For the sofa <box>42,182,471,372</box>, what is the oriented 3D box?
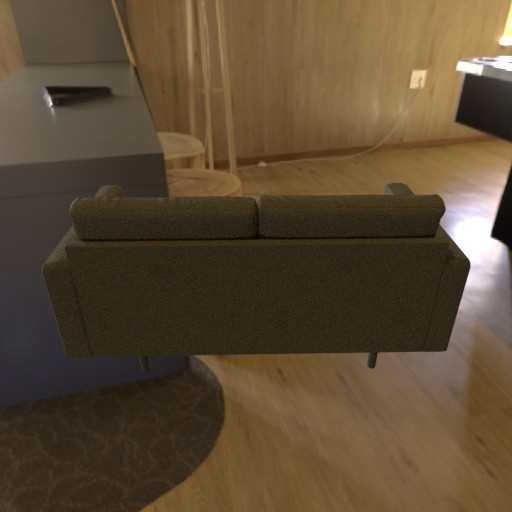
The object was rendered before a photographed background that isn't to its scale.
[{"bbox_3d":[0.000,0.000,2.250,1.730,0.897,0.889,-1,31,-1],"label":"sofa"}]
